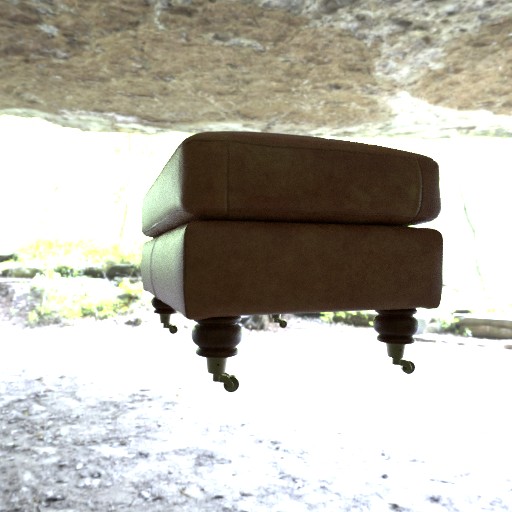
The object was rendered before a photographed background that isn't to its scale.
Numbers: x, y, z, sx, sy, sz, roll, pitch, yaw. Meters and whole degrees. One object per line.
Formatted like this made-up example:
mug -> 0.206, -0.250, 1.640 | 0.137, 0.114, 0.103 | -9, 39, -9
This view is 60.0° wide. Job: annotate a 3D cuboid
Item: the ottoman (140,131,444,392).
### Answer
ottoman -> 0.000, 0.000, 1.202 | 0.565, 0.507, 0.852 | 0, -1, -19
